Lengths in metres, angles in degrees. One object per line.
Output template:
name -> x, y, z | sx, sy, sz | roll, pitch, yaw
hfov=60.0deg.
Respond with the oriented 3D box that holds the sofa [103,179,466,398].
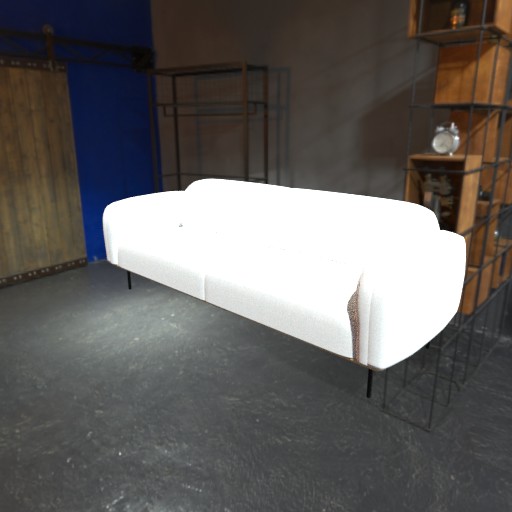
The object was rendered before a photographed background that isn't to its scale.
sofa -> 0.000, 0.000, 2.734 | 2.280, 0.780, 0.870 | 15, 22, 41
